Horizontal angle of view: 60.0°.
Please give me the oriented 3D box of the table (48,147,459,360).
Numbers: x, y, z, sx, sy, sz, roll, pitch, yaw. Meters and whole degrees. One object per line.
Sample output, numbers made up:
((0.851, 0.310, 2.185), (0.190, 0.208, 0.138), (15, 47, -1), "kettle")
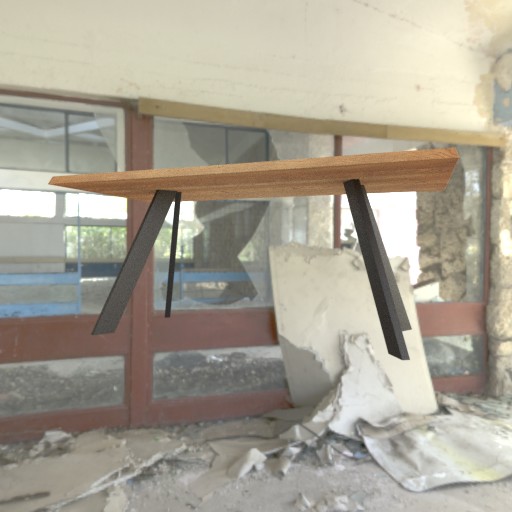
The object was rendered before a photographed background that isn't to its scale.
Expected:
((0.000, 0.000, 2.243), (1.800, 0.770, 0.900), (0, 1, 20), "table")
